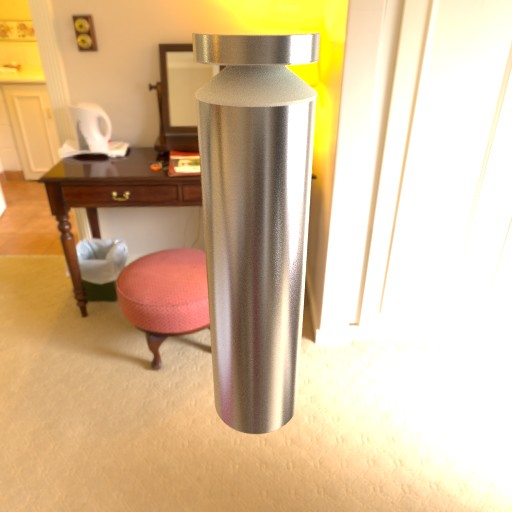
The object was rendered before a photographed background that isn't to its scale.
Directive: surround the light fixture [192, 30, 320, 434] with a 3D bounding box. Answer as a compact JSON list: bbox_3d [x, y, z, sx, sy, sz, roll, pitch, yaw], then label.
[{"bbox_3d":[0.000,0.000,0.444,0.102,0.400,0.102,-21,35,-33],"label":"light fixture"}]
